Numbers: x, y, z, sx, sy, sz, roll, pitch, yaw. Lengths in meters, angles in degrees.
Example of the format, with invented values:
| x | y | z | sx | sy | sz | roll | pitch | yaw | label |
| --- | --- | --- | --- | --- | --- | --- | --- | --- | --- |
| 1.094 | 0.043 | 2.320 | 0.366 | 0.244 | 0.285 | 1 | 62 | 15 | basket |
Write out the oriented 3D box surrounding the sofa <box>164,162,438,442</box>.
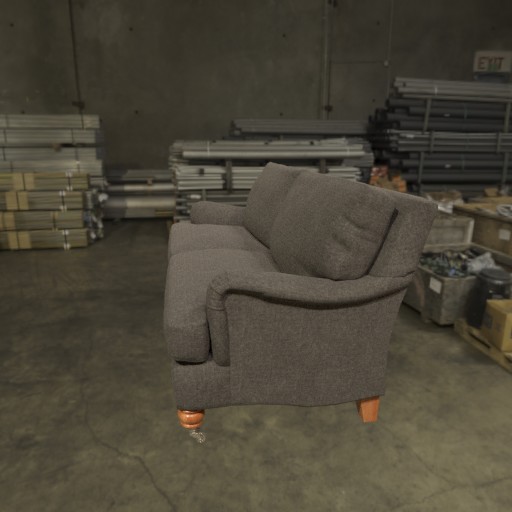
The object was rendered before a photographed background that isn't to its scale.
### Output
| x | y | z | sx | sy | sz | roll | pitch | yaw | label |
| --- | --- | --- | --- | --- | --- | --- | --- | --- | --- |
| 0.000 | 0.000 | 2.733 | 1.087 | 1.054 | 2.160 | -3 | 15 | -10 | sofa |
